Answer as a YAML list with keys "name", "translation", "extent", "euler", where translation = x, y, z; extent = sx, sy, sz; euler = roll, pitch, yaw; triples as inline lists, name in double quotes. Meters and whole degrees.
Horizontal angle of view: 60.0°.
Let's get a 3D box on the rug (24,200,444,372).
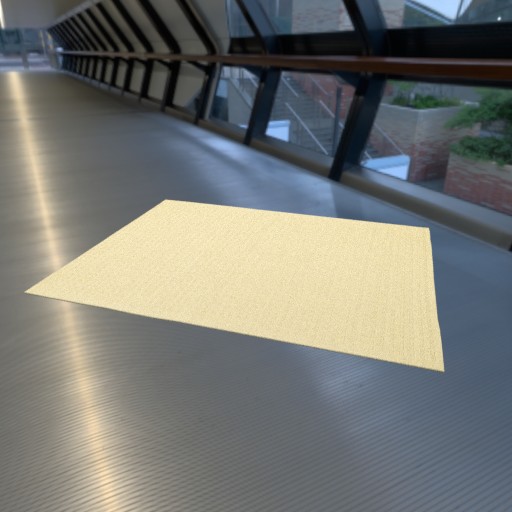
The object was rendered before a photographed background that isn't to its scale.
- name: "rug"
  translation: [0.000, 0.000, 4.213]
  extent: [3.204, 0.016, 2.452]
  euler: [8, 27, 16]
